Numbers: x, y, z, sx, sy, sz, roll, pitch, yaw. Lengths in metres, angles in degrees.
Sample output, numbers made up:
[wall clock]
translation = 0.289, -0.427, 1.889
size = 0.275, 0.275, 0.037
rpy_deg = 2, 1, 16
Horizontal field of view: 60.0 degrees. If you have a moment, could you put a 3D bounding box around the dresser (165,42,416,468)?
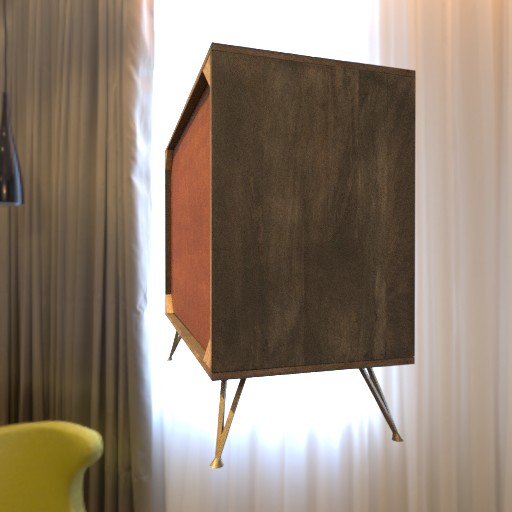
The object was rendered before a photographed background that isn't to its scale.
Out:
[dresser]
translation = 0.000, 0.000, 1.331
size = 0.453, 0.801, 0.923
rpy_deg = 0, 1, -17
